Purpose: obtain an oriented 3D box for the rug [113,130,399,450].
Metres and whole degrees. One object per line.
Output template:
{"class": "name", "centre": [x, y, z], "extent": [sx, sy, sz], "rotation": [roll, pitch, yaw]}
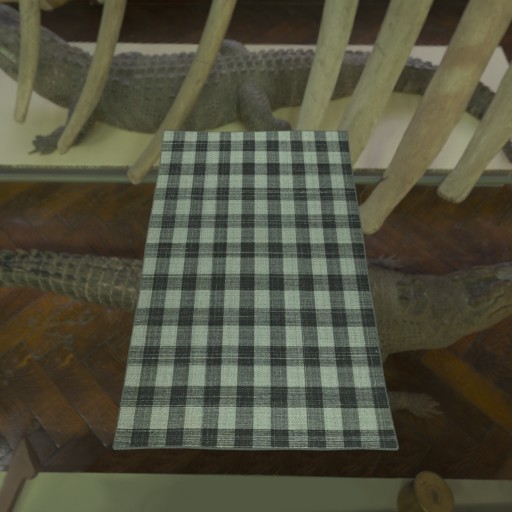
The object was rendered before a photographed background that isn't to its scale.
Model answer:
{"class": "rug", "centre": [0.000, 0.000, 3.054], "extent": [1.554, 0.011, 2.476], "rotation": [0, 58, 0]}
